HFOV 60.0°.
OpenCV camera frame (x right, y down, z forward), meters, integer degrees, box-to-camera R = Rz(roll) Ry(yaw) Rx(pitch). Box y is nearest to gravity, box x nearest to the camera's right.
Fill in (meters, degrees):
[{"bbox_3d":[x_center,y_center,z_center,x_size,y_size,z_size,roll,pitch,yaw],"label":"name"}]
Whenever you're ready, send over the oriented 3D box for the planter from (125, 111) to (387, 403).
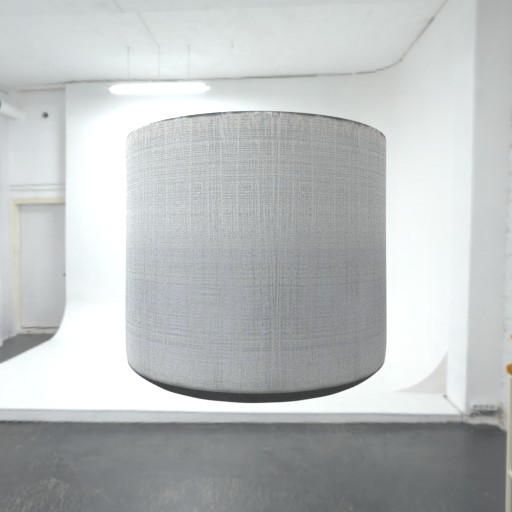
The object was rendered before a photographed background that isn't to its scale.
[{"bbox_3d":[0.000,0.000,0.446,0.254,0.221,0.254,0,2,0],"label":"planter"}]
